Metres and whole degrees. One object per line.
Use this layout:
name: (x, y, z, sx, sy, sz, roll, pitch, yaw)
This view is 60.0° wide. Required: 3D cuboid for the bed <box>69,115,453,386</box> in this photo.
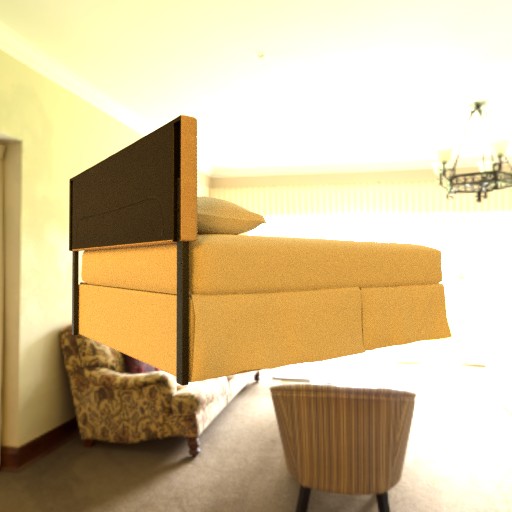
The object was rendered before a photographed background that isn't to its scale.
bed: (0.000, 0.000, 2.829, 1.876, 1.016, 1.616, 1, -1, -37)
